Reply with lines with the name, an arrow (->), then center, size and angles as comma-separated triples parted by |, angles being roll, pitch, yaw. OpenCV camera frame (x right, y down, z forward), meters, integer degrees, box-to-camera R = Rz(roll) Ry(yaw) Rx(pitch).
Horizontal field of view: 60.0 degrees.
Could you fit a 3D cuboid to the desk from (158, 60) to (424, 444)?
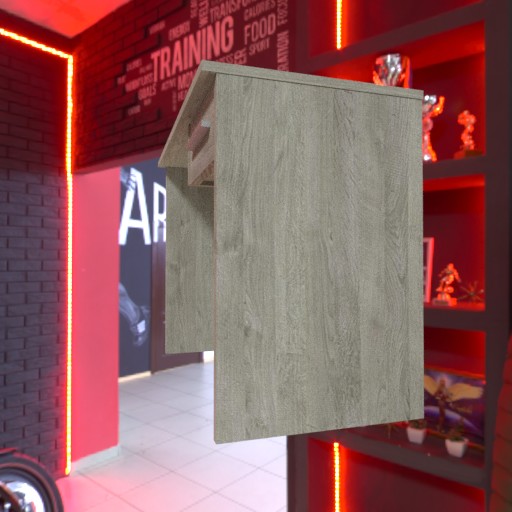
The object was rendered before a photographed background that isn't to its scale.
desk -> 0.000, 0.000, 1.329 | 0.498, 0.724, 0.893 | 0, -1, -18
